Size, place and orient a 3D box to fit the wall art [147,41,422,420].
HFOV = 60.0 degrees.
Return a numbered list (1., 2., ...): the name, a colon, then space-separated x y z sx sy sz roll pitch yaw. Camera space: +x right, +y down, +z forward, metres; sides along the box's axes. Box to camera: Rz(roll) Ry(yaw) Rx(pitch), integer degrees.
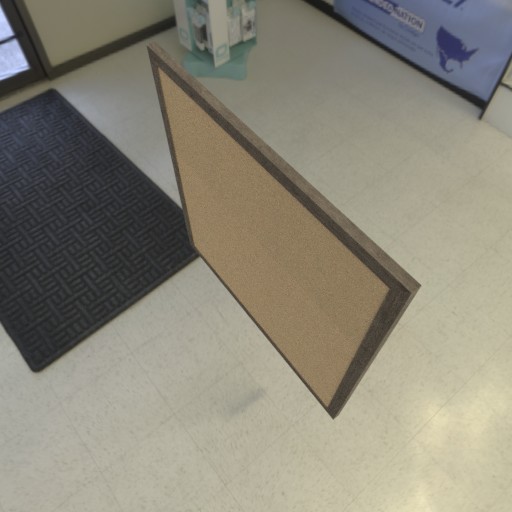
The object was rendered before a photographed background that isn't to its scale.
1. wall art: 0.000 0.000 0.670 0.013 0.457 0.457 -32 63 -19
